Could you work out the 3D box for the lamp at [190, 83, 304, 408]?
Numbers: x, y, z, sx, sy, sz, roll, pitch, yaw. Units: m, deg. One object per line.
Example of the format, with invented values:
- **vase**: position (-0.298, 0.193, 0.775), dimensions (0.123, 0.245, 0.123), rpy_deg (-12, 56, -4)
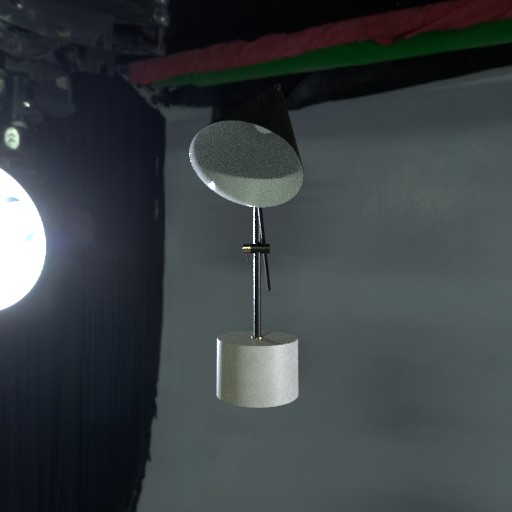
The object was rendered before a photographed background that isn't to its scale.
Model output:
- **lamp**: position (0.000, 0.000, 0.719), dimensions (0.214, 0.518, 0.403), rpy_deg (0, 0, 18)
